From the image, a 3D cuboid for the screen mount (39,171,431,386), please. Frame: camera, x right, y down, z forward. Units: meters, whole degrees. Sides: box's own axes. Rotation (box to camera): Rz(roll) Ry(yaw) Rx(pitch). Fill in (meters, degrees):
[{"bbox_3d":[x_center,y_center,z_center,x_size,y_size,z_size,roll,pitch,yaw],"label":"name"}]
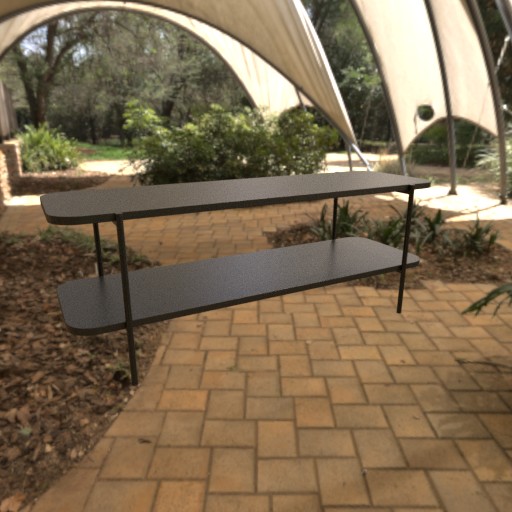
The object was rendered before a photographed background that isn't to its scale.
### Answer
[{"bbox_3d":[0.000,0.000,1.435,1.200,0.447,0.400,-9,20,-27],"label":"screen mount"}]
